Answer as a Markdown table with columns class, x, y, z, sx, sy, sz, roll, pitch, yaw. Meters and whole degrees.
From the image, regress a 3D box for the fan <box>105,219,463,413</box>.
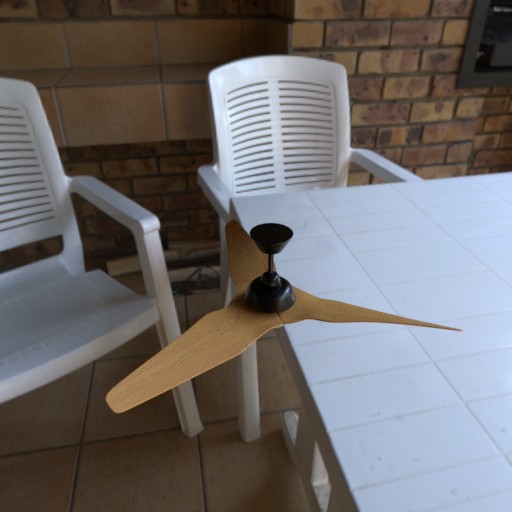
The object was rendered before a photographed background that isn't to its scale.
| class | x | y | z | sx | sy | sz | roll | pitch | yaw |
| --- | --- | --- | --- | --- | --- | --- | --- | --- | --- |
| fan | 0.000 | 0.000 | 1.676 | 1.142 | 0.355 | 1.010 | -9 | 33 | -15 |
